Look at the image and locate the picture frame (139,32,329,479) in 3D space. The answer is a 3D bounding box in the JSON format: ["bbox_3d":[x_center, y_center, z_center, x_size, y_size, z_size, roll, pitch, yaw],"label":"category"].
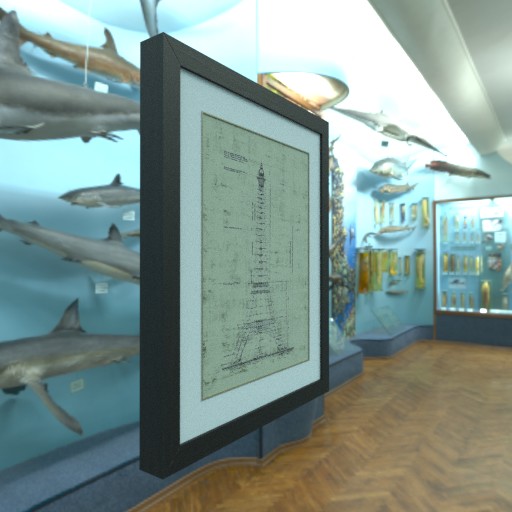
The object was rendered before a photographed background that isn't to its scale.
[{"bbox_3d":[0.000,0.000,0.745,0.044,0.555,0.452,0,0,36],"label":"picture frame"}]
